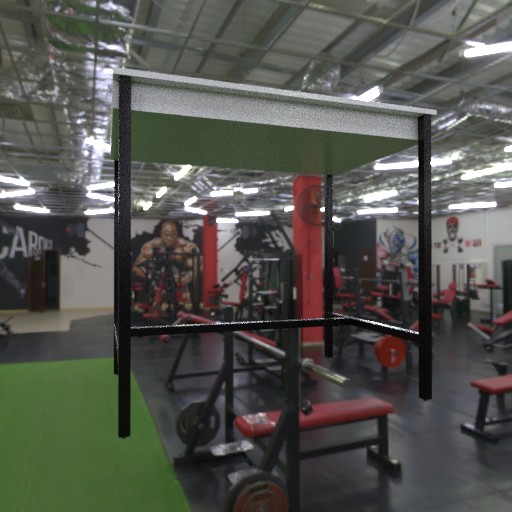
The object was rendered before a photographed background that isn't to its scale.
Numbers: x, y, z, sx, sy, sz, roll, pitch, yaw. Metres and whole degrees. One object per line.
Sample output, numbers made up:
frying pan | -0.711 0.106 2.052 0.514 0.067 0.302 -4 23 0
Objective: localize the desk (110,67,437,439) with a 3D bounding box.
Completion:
desk | 0.000 0.000 1.304 0.811 0.766 0.573 0 -1 -19
